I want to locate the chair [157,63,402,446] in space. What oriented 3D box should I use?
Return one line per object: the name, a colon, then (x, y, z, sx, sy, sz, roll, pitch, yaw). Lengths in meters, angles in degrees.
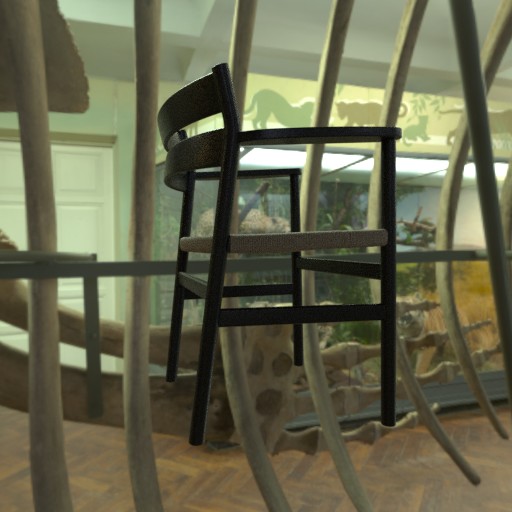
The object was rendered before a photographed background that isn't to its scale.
chair: (0.000, 0.000, 1.185, 0.508, 0.775, 0.630, -1, 2, -18)
